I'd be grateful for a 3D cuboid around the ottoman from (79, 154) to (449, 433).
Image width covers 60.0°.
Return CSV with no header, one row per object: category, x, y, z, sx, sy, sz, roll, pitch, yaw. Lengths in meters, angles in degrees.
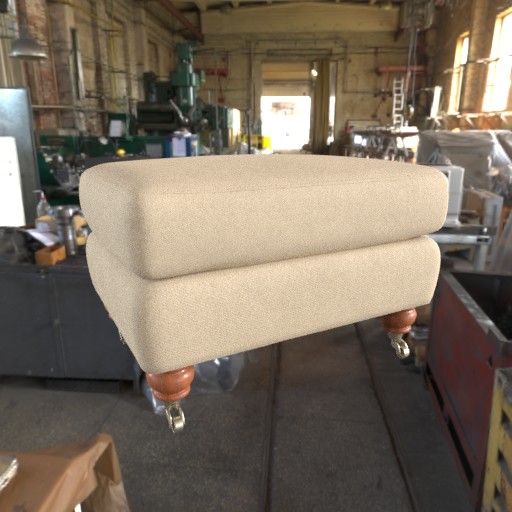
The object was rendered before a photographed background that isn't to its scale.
ottoman,0.000,0.000,1.144,0.773,0.504,0.569,-9,18,-28
